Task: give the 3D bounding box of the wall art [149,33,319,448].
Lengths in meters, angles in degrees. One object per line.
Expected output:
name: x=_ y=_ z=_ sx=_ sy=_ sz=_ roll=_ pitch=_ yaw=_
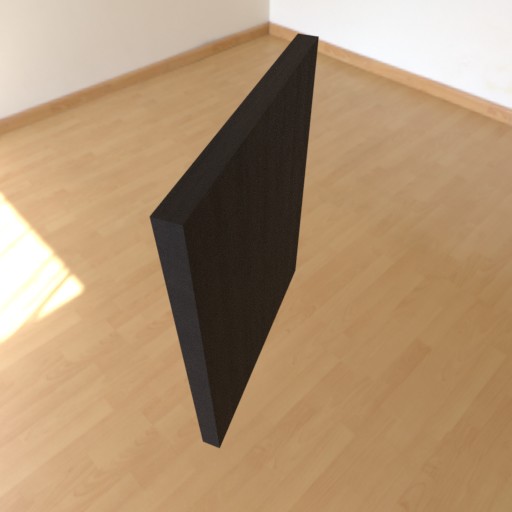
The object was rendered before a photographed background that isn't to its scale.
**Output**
wall art: x=0.000 y=0.000 z=0.747 sx=0.034 sy=0.552 sz=0.455 roll=16 pitch=49 yaw=14
